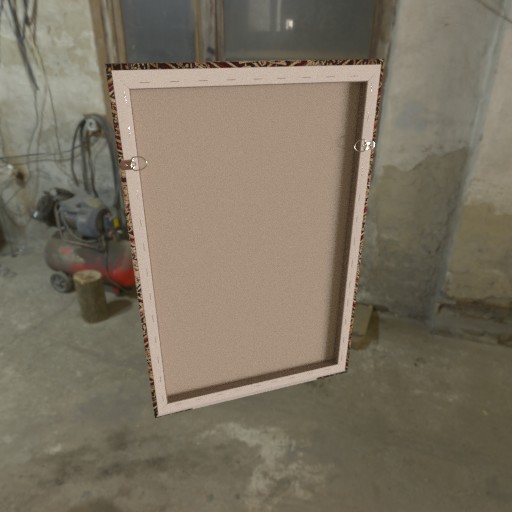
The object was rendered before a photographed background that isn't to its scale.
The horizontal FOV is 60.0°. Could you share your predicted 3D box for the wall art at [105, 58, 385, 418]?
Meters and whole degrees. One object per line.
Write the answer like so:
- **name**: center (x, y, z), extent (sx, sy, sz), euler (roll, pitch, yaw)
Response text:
- **wall art**: center (0.000, 0.000, 1.122), extent (0.599, 0.904, 0.030), euler (-8, 28, -16)
